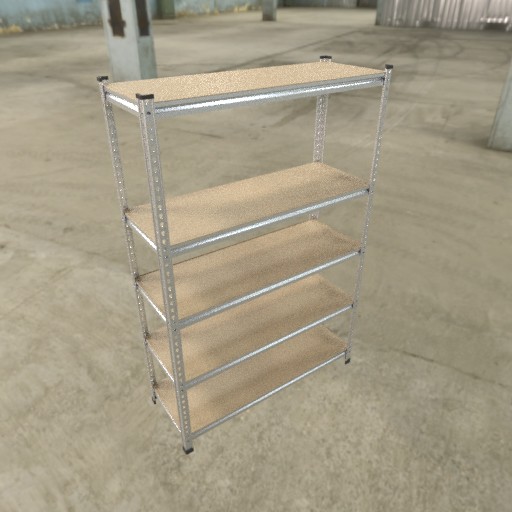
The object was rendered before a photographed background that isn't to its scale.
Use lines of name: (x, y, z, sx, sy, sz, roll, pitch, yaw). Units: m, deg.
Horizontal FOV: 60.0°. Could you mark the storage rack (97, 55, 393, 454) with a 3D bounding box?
storage rack: (0.000, 0.000, 2.347, 1.219, 1.829, 0.457, -20, 36, -29)
